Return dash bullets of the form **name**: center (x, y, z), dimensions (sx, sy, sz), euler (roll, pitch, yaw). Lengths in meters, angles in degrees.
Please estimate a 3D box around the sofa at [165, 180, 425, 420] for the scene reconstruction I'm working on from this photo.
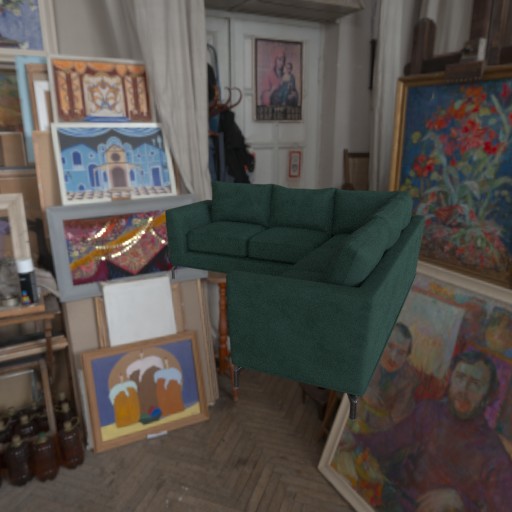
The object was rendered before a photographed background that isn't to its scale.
- **sofa**: center (0.000, 0.000, 3.808), dimensions (2.468, 1.004, 2.452), euler (7, 17, 25)
